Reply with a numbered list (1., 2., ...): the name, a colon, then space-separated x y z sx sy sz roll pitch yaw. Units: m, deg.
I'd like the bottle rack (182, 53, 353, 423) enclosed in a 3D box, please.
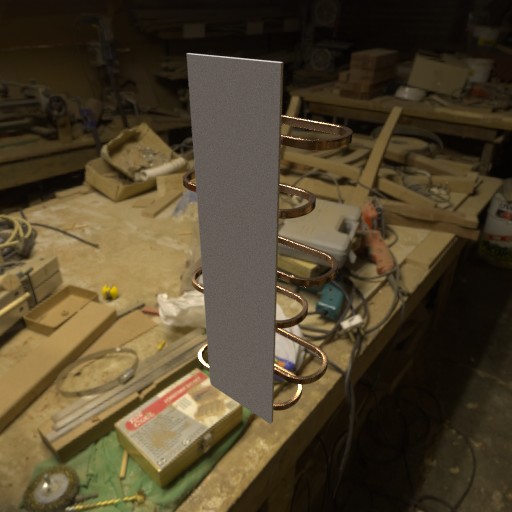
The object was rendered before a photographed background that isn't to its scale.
1. bottle rack: 0.000 0.000 0.852 0.332 0.709 0.118 22 37 33
